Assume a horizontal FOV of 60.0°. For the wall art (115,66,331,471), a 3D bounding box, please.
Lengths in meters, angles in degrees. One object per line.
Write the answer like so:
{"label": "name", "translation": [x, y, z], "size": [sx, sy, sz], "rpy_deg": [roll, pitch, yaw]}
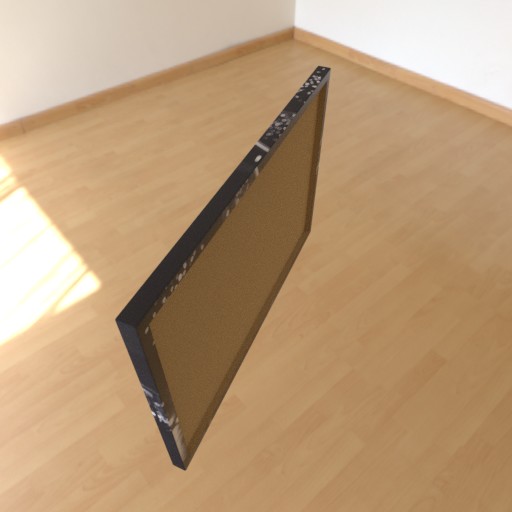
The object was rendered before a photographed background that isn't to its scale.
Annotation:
{"label": "wall art", "translation": [0.000, 0.000, 1.135], "size": [0.038, 0.609, 0.914], "rpy_deg": [18, 49, 16]}
